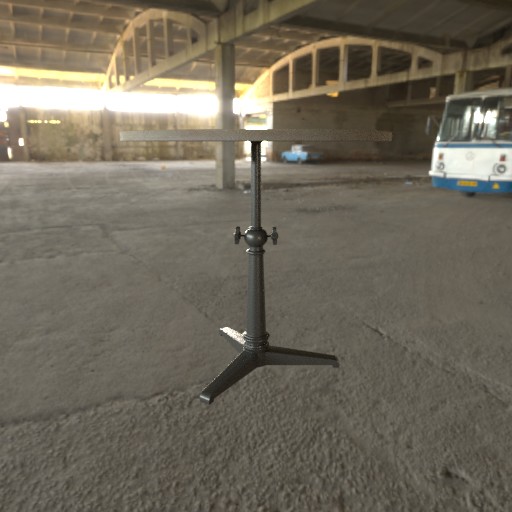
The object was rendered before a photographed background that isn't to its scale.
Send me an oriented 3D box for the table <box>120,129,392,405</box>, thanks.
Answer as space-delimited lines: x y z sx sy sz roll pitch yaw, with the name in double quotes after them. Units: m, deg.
0.000 0.000 1.455 0.800 0.780 0.800 0 14 0 "table"
